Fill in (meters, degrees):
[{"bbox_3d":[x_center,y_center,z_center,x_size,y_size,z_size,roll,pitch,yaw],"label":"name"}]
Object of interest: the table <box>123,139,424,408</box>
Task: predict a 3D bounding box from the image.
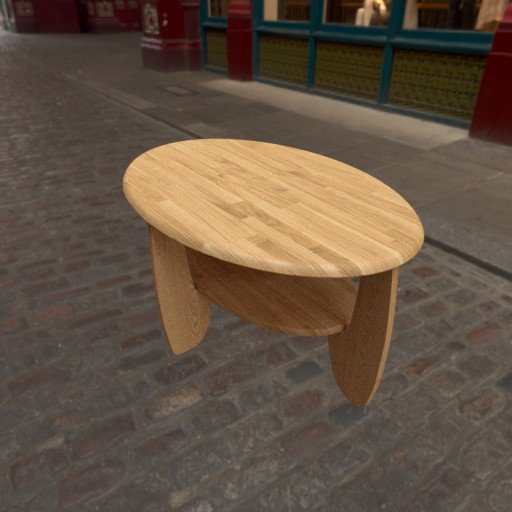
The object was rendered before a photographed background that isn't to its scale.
[{"bbox_3d":[0.000,0.000,1.406,0.690,0.490,1.040,-21,37,-31],"label":"table"}]
